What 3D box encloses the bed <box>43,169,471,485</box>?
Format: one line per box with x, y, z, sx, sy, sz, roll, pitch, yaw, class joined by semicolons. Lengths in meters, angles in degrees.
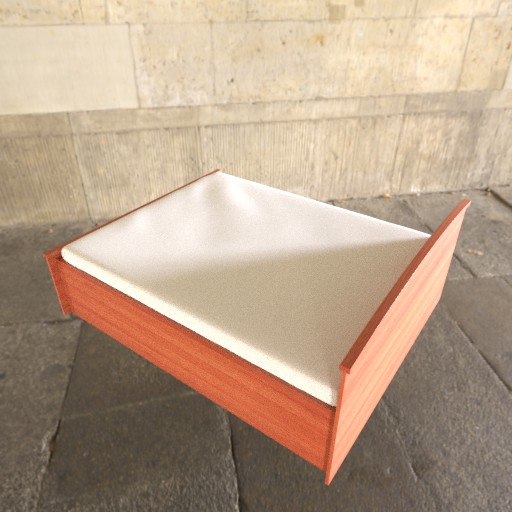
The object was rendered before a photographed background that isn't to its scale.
0.000;0.000;2.858;2.053;0.848;1.683;22;39;29;bed
